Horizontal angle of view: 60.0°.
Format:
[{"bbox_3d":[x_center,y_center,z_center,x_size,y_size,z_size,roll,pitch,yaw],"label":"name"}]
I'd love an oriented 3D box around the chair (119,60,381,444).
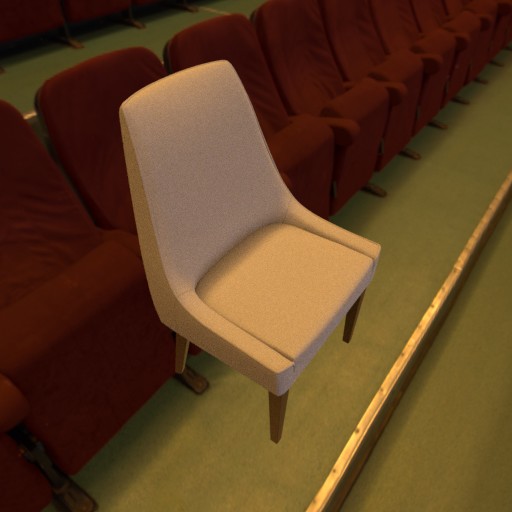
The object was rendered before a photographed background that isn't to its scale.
[{"bbox_3d":[0.000,0.000,1.210,0.544,0.861,0.529,26,48,26],"label":"chair"}]
